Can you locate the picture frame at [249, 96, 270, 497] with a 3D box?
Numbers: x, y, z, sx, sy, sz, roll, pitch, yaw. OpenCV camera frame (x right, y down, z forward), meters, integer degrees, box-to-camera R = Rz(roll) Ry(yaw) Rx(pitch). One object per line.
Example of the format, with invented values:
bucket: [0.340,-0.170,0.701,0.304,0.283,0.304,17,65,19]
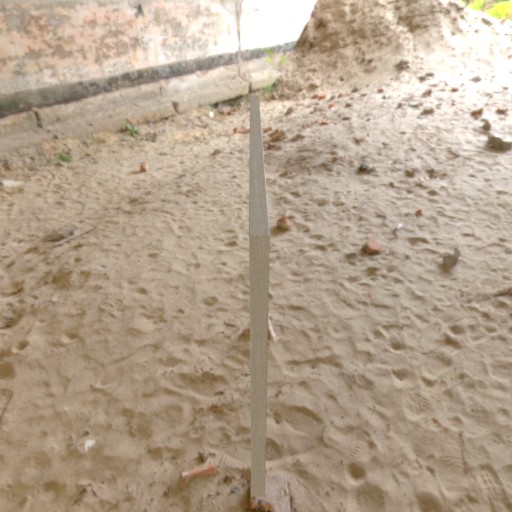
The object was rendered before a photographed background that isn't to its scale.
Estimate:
picture frame: [0.000,0.000,1.197,0.029,0.640,0.950,0,31,0]
